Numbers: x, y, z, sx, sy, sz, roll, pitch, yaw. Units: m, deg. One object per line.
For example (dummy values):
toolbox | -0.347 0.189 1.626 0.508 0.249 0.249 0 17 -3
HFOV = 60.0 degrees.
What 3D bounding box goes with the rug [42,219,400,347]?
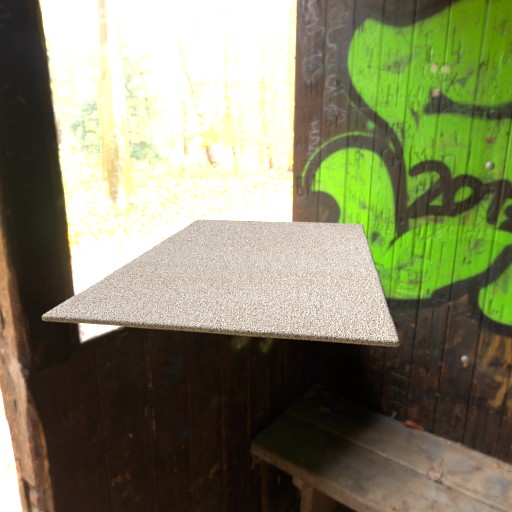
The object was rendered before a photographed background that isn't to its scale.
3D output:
rug | 0.000 0.000 3.425 1.778 0.030 2.743 3 16 9
